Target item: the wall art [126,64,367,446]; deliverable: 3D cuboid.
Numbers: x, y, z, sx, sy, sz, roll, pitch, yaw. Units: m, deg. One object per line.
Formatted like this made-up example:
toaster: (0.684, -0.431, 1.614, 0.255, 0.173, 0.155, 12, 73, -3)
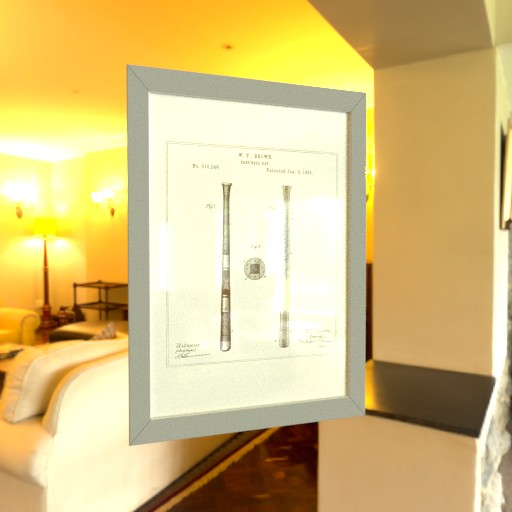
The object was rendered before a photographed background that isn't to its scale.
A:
wall art: (0.000, 0.000, 0.674, 0.374, 0.529, 0.012, 0, 1, -18)
